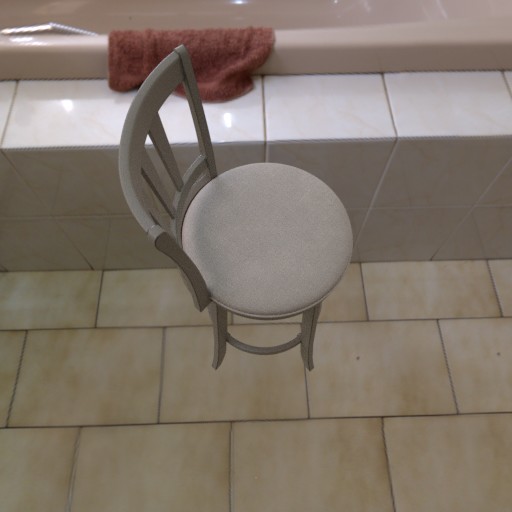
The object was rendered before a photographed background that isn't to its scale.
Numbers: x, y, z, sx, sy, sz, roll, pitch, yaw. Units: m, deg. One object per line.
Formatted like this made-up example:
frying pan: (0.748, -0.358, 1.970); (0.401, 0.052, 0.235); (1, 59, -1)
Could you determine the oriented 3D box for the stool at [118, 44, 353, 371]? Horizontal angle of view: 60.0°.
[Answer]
stool: (0.000, 0.000, 1.223); (0.486, 0.994, 0.450); (1, 63, 0)
